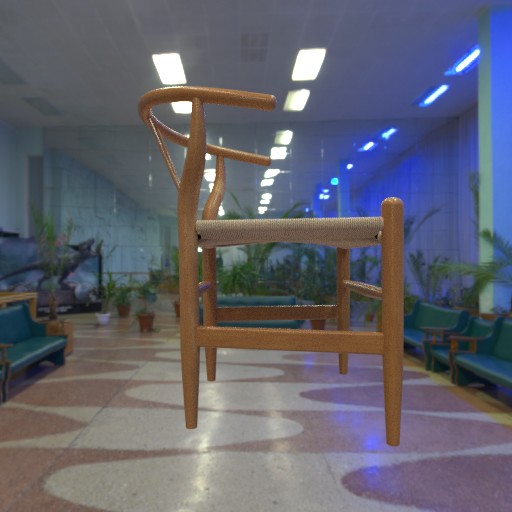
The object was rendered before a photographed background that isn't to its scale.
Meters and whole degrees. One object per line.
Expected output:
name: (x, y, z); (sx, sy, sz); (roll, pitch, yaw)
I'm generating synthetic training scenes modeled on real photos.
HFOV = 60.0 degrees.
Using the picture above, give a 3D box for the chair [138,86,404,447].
chair: (0.000, 0.000, 1.125); (0.579, 0.730, 0.569); (0, 0, 1)
